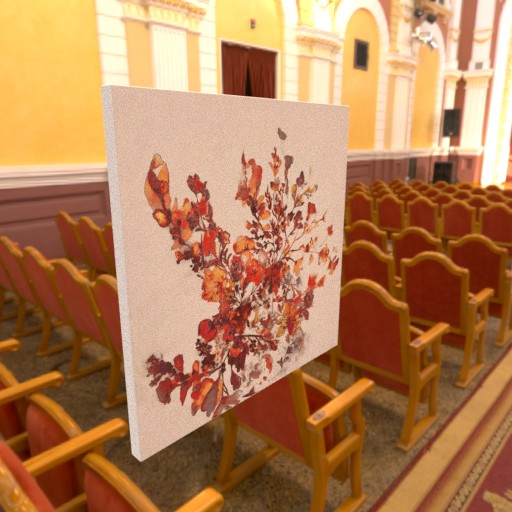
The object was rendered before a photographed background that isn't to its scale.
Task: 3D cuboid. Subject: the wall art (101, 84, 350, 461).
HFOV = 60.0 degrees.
[{"bbox_3d":[0.000,0.000,1.125,0.037,0.757,0.757,14,20,41],"label":"wall art"}]
